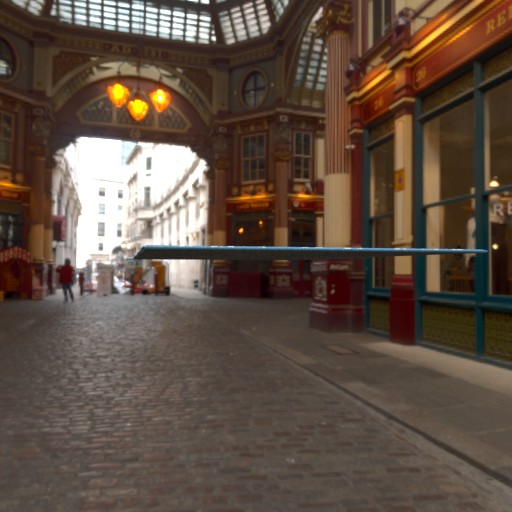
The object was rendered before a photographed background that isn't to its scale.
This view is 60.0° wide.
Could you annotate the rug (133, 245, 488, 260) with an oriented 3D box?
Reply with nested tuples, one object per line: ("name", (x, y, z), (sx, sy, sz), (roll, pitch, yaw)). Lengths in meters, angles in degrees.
("rug", (0.000, 0.000, 2.310), (1.211, 0.012, 1.833), (0, -1, -16))
